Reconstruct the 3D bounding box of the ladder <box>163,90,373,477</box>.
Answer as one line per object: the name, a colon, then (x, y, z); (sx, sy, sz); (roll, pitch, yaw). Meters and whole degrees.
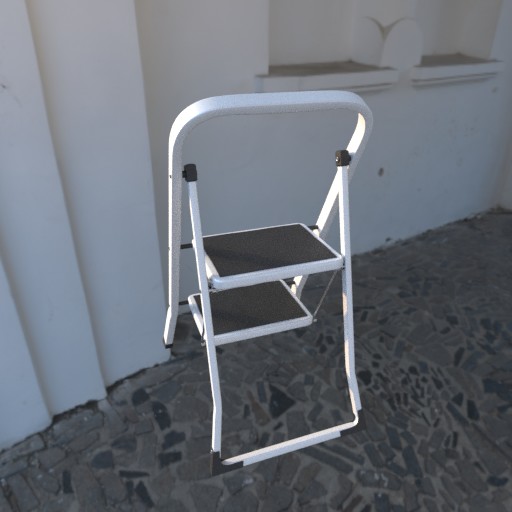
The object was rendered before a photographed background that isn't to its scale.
ladder: (0.000, 0.000, 1.117); (0.460, 0.810, 0.544); (-9, 28, -17)
